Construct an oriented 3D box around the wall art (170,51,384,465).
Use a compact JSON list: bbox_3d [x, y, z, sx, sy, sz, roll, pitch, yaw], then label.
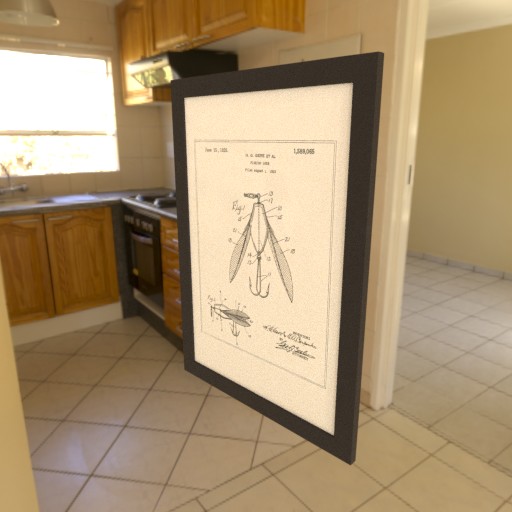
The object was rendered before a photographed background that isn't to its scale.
[{"bbox_3d":[0.000,0.000,0.681,0.380,0.534,0.013,14,21,42],"label":"wall art"}]
